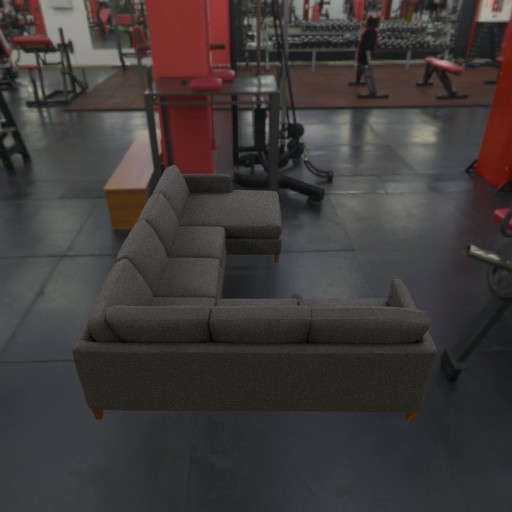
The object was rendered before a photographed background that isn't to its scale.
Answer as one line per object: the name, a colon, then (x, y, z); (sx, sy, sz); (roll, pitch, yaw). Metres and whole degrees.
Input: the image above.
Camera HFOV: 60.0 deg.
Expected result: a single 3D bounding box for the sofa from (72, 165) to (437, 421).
sofa: (0.000, 0.000, 4.666); (2.594, 0.961, 3.460); (0, 31, 0)
